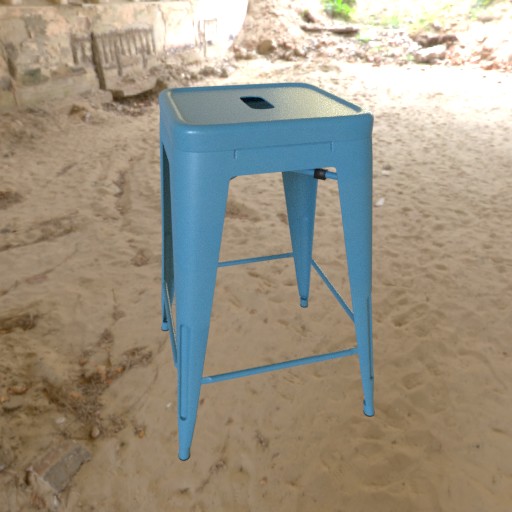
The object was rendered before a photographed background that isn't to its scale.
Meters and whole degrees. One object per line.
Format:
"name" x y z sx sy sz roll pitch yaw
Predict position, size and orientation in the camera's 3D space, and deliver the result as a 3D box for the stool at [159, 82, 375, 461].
"stool" 0.000 0.000 0.895 0.410 0.608 0.410 -8 31 -13
